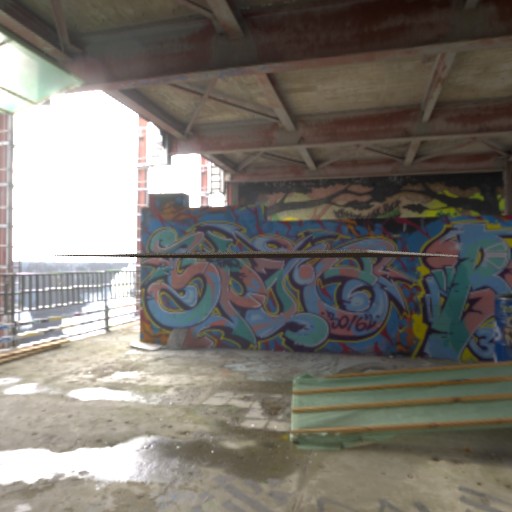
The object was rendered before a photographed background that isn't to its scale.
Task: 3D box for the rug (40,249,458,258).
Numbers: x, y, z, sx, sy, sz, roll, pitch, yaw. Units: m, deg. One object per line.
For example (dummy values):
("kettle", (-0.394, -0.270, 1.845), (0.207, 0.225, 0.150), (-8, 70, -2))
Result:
("rug", (0.000, 0.000, 4.122), (3.050, 0.015, 2.441), (-1, -1, 34))
